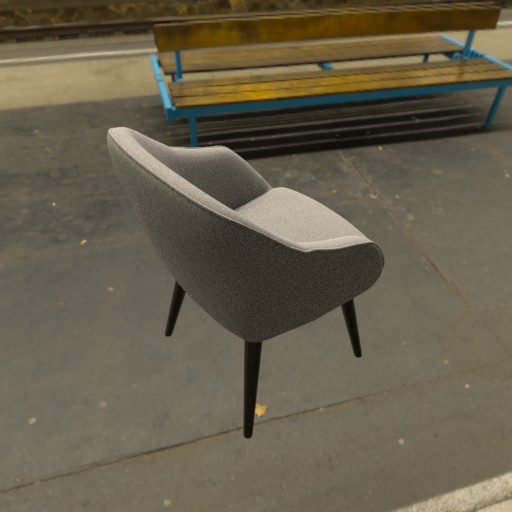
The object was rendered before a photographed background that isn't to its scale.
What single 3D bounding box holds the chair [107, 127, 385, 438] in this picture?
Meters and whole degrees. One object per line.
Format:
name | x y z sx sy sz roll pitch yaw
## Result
chair | 0.000 0.000 1.233 0.611 0.810 0.589 -26 47 -28
